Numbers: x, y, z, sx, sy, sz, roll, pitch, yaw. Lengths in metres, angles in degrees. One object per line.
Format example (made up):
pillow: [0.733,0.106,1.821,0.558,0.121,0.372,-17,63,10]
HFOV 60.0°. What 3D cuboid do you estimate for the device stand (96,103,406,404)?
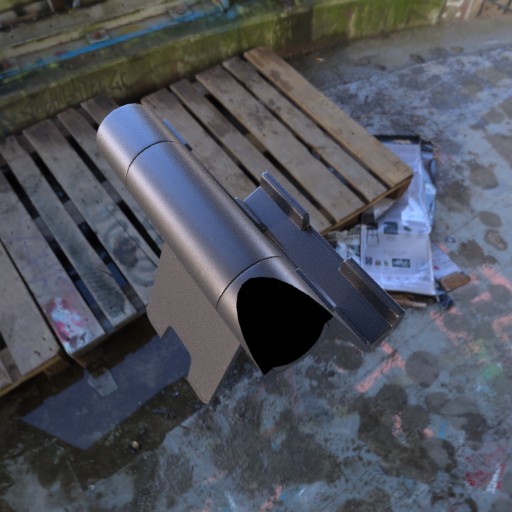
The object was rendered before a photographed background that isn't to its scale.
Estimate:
device stand: [0.000,0.000,0.152,0.079,0.084,0.088,-31,63,-18]
